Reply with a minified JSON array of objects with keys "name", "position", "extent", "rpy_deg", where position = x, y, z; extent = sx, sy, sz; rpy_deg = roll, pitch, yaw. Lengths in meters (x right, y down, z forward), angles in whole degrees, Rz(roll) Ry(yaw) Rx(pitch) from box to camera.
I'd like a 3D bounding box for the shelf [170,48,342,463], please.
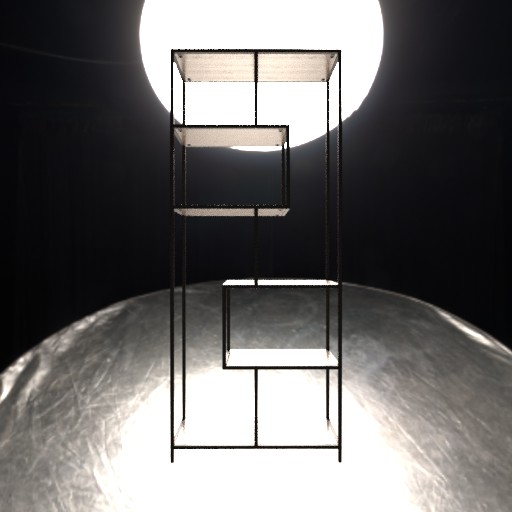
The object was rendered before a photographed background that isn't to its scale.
[{"name":"shelf","position":[0.000,0.000,2.152],"extent":[0.770,1.850,0.350],"rpy_deg":[0,0,0]}]
